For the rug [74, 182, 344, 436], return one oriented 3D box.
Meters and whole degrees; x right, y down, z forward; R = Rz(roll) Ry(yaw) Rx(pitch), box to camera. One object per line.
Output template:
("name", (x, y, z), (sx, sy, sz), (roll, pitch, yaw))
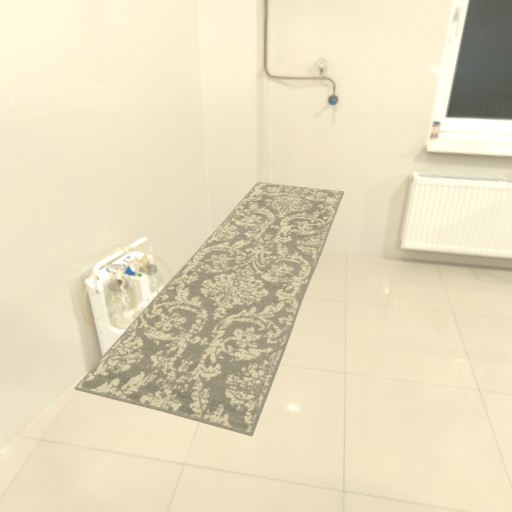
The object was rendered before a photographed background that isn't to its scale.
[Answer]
("rug", (0.000, 0.000, 2.388), (0.662, 0.011, 2.196), (9, 31, 15))
